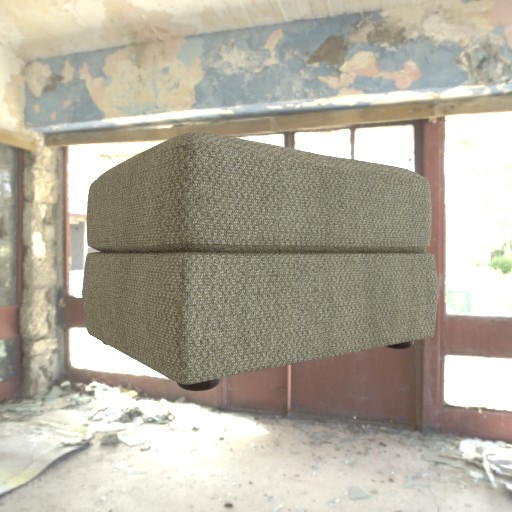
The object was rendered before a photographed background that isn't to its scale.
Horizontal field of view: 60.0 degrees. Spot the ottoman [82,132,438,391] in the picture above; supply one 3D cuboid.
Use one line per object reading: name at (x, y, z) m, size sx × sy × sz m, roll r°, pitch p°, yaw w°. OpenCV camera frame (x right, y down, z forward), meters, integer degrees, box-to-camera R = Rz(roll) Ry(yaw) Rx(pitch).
ottoman at (0.000, 0.000, 1.159) m, size 0.751 × 0.476 × 0.603 m, roll 0°, pitch 1°, yaw -36°
